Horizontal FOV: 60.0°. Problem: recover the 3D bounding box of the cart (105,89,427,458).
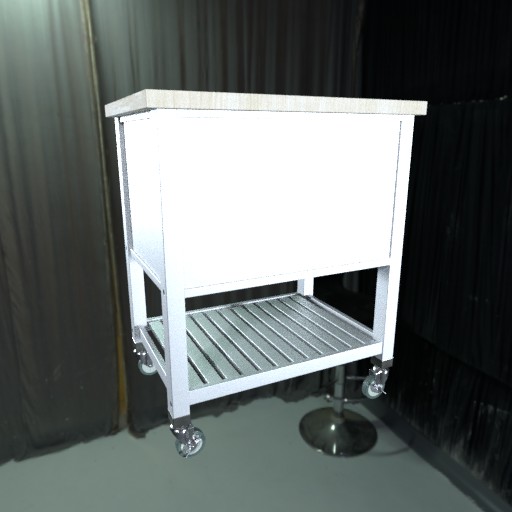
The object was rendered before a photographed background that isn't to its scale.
[{"bbox_3d":[0.000,0.000,1.403,0.762,0.914,0.559,-7,17,-25],"label":"cart"}]
